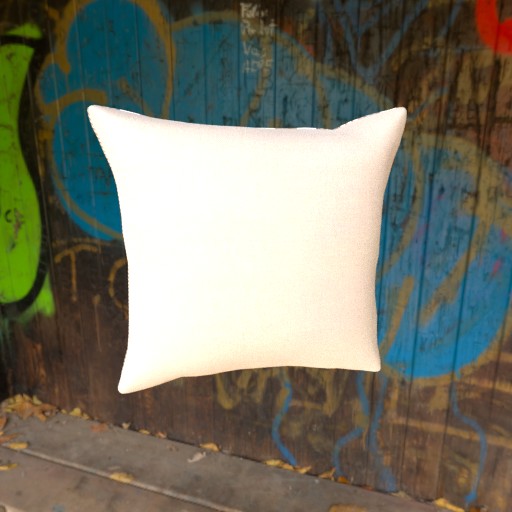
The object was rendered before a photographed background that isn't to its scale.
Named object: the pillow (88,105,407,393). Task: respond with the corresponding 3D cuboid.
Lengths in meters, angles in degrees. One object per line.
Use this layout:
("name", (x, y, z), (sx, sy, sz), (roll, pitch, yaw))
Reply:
("pillow", (0.000, 0.000, 0.624), (0.416, 0.401, 0.173), (-2, 16, -9))
